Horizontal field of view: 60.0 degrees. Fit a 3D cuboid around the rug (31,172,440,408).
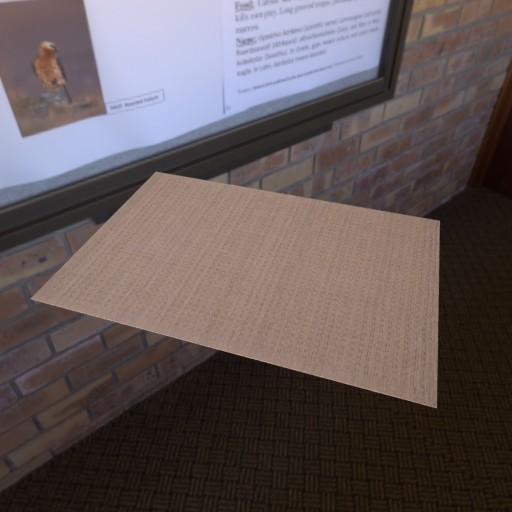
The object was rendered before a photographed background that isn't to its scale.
[{"bbox_3d":[0.000,0.000,3.687,2.895,0.006,1.981,12,42,14],"label":"rug"}]
